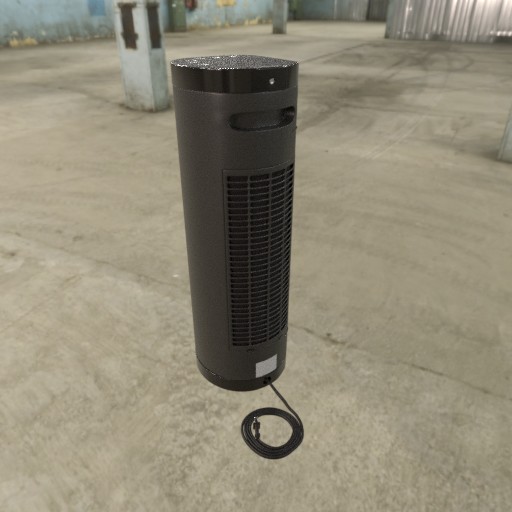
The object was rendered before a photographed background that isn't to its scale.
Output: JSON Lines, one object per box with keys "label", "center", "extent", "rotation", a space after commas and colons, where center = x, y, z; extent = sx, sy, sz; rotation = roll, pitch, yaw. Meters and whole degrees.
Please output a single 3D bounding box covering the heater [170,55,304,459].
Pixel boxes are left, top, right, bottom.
{"label": "heater", "center": [0.000, 0.000, 0.697], "extent": [0.174, 0.552, 0.312], "rotation": [-18, 34, -29]}
